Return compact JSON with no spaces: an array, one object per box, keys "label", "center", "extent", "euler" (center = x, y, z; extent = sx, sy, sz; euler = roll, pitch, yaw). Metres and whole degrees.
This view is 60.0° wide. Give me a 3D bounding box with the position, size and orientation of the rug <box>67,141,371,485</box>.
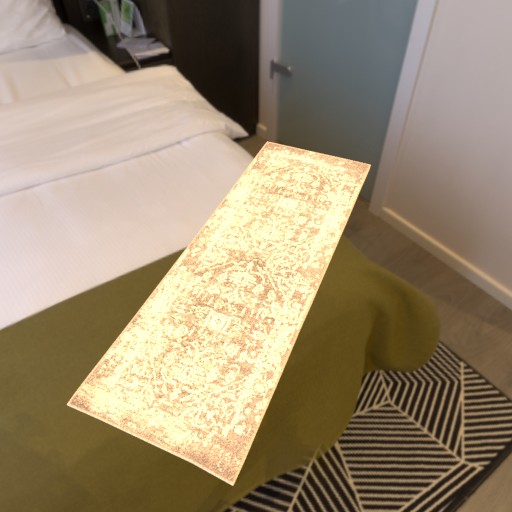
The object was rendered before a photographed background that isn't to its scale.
[{"label":"rug","center":[0.000,0.000,2.687],"extent":[0.855,0.017,2.452],"euler":[17,48,16]}]
